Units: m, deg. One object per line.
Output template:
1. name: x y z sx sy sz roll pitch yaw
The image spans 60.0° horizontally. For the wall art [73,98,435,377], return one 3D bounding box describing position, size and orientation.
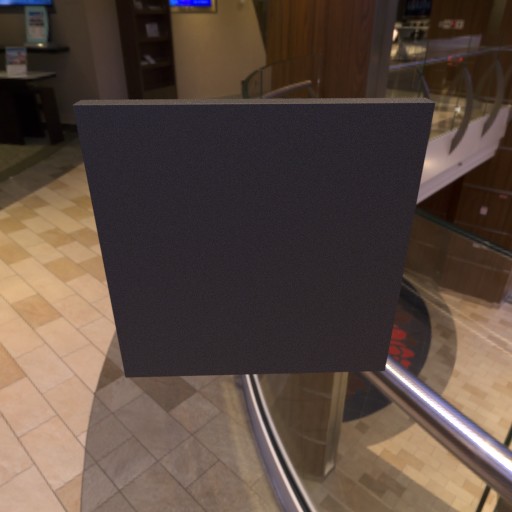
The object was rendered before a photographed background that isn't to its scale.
1. wall art: 0.000 0.000 0.758 0.507 0.507 0.038 -1 29 -2
